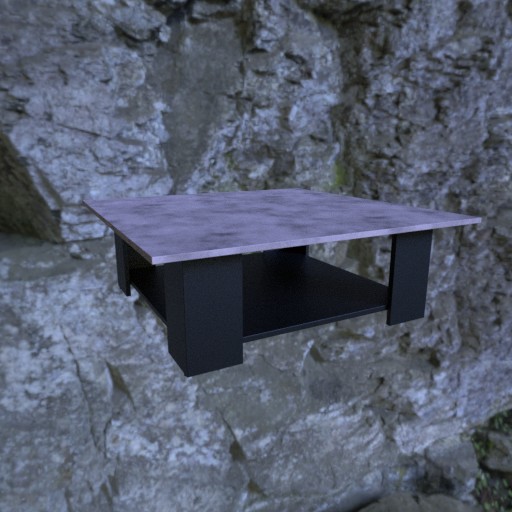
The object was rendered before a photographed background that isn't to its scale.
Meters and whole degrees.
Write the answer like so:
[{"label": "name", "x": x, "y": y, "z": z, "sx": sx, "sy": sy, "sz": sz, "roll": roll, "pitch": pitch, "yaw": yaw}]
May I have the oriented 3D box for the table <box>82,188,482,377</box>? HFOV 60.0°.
[{"label": "table", "x": 0.000, "y": 0.000, "z": 1.397, "sx": 0.890, "sy": 0.305, "sz": 0.890, "roll": -8, "pitch": 16, "yaw": -27}]
